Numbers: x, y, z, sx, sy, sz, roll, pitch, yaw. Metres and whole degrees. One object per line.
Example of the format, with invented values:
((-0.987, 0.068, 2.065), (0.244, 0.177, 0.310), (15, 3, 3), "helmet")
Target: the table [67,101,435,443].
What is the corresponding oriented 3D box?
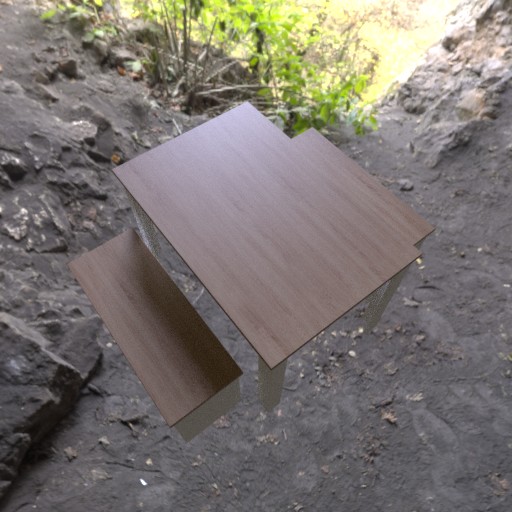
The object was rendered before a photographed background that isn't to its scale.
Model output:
((0.000, 0.000, 2.079), (1.443, 0.700, 1.100), (-33, 63, -19), "table")
